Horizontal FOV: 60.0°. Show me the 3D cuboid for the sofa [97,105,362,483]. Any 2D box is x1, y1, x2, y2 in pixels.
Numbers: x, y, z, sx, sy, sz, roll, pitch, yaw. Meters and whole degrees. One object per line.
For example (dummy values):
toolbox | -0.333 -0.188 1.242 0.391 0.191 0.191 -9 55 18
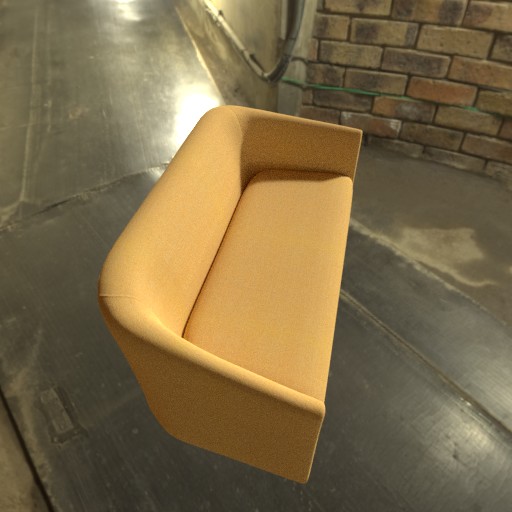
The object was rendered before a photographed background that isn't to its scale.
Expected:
sofa | 0.000 0.000 1.797 0.705 0.721 1.452 10 46 9
